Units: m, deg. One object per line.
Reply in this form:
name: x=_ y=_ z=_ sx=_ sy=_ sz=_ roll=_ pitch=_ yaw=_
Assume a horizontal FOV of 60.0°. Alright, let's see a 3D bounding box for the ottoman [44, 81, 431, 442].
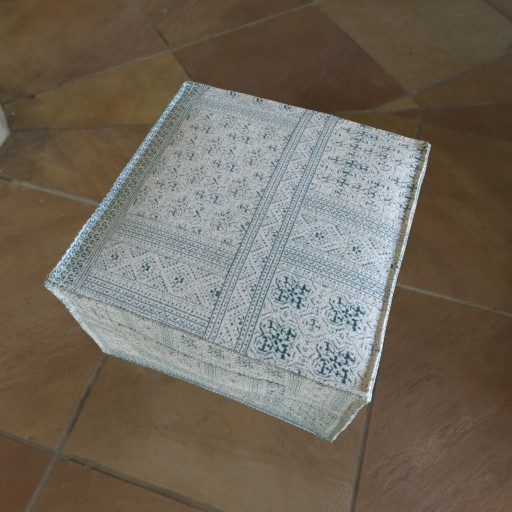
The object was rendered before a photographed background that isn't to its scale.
ottoman: x=0.000 y=0.000 z=1.052 sx=0.617 sy=0.439 sz=0.626 roll=18 pitch=61 yaw=10
